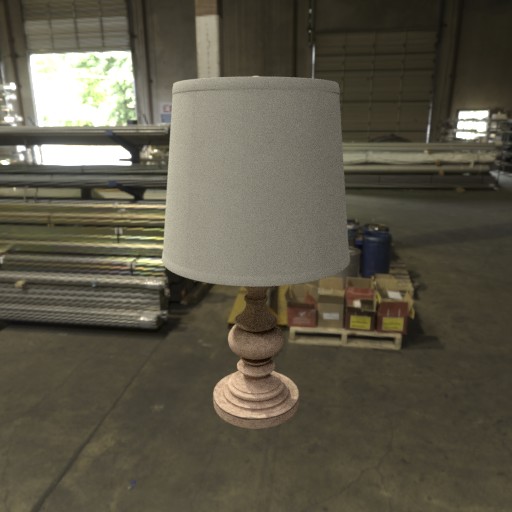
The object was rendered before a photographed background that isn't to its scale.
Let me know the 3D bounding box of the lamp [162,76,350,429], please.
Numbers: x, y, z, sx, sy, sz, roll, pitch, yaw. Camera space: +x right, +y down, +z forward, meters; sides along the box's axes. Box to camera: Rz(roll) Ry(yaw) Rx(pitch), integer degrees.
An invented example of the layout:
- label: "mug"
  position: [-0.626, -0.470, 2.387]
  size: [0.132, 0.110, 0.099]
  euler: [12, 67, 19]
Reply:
- label: "lamp"
  position: [0.000, 0.000, 0.657]
  size: [0.273, 0.497, 0.273]
  euler: [0, 16, 0]
